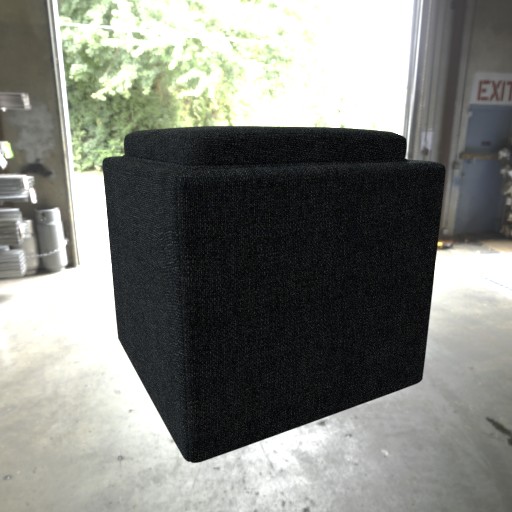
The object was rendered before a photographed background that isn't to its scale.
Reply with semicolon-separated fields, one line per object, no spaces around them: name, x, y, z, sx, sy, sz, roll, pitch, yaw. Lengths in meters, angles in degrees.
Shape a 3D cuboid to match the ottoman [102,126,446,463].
ottoman;0.000;0.000;0.822;0.450;0.460;0.450;-8;17;-27
